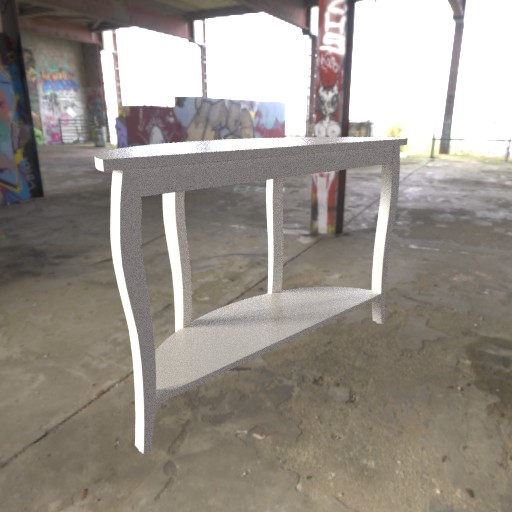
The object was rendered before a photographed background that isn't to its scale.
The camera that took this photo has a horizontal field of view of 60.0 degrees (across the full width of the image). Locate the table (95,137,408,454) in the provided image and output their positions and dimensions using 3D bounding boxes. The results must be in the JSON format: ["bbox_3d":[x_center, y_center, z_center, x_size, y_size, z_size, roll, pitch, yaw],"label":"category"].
[{"bbox_3d":[0.000,0.000,1.571,1.219,0.780,0.394,-16,24,-40],"label":"table"}]
